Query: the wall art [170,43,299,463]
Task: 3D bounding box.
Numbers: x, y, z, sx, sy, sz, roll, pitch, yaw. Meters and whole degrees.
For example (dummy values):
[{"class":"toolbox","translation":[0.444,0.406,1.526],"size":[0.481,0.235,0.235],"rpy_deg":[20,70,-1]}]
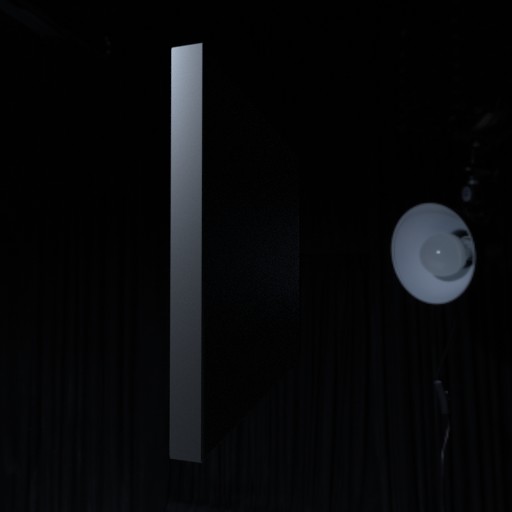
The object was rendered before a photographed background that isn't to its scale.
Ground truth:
[{"class":"wall art","translation":[0.000,0.000,0.533],"size":[0.028,0.330,0.380],"rpy_deg":[0,-1,17]}]
